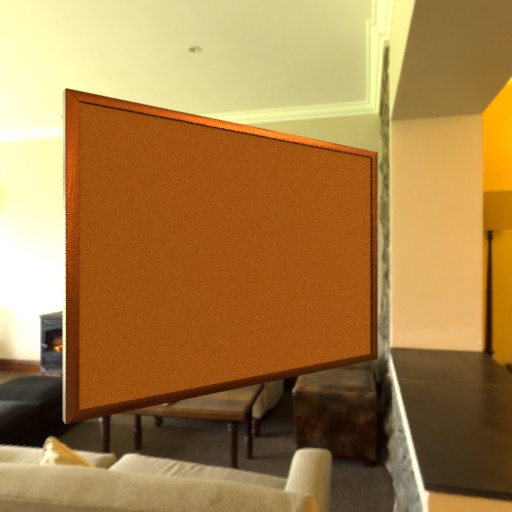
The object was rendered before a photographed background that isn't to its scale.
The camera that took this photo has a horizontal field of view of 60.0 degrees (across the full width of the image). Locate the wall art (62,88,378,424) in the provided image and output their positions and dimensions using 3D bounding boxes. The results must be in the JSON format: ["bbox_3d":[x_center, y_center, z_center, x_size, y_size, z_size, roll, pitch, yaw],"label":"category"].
[{"bbox_3d":[0.000,0.000,0.530,0.431,0.304,0.012,0,0,-35],"label":"wall art"}]
